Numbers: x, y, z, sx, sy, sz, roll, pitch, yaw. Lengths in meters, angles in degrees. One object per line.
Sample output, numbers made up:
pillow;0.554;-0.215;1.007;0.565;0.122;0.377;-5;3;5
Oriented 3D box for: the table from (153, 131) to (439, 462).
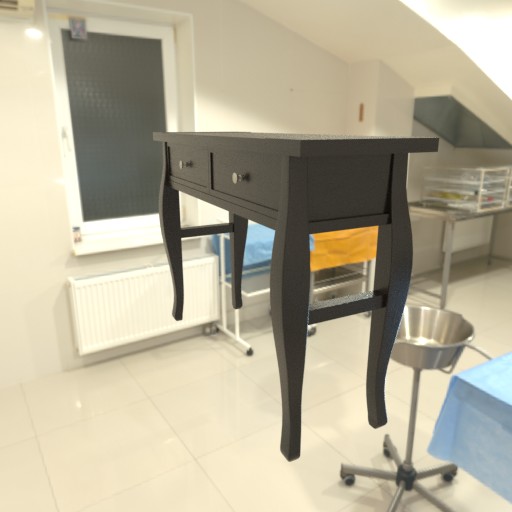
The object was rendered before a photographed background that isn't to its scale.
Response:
table;0.000;0.000;1.448;0.373;0.768;1.062;-8;18;-26
